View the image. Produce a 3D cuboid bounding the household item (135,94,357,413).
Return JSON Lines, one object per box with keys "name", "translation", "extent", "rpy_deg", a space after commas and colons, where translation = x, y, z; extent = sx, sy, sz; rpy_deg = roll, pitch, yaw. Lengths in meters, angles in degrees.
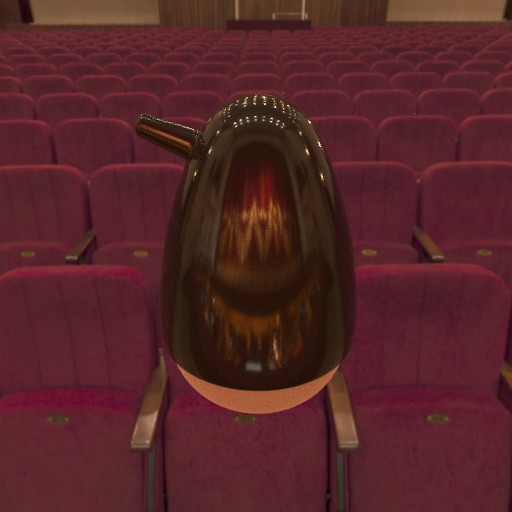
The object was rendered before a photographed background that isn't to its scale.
{"name": "household item", "translation": [0.000, 0.000, 0.220], "extent": [0.104, 0.152, 0.102], "rpy_deg": [0, 27, 0]}
